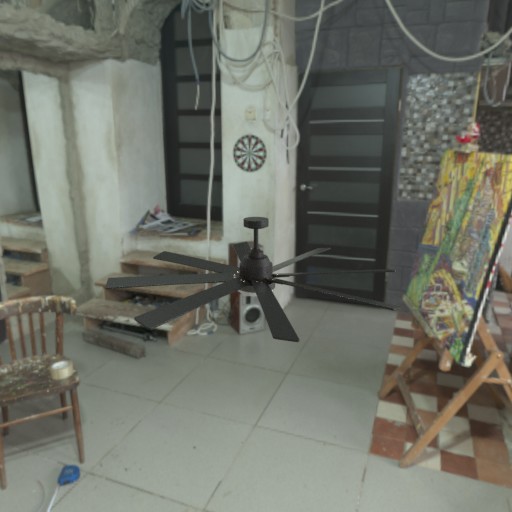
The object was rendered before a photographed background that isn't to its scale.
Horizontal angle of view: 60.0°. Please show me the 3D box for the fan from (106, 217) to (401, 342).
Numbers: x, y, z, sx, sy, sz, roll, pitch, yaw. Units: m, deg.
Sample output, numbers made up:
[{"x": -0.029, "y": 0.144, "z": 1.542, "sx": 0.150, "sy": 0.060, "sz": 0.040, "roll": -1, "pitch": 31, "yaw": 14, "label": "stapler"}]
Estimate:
[{"x": 0.000, "y": 0.000, "z": 2.782, "sx": 1.830, "sy": 0.472, "sz": 1.830, "roll": -2, "pitch": 15, "yaw": -8, "label": "fan"}]
